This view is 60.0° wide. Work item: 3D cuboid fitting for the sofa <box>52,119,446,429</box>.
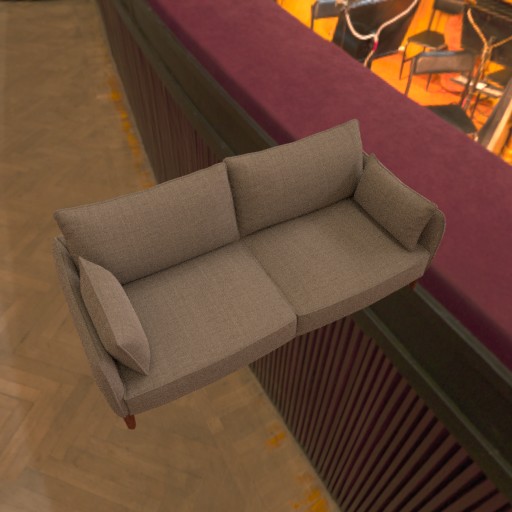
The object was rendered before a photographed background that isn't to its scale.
[{"bbox_3d":[0.000,0.000,2.479,1.989,0.851,0.972,-22,51,-19],"label":"sofa"}]
